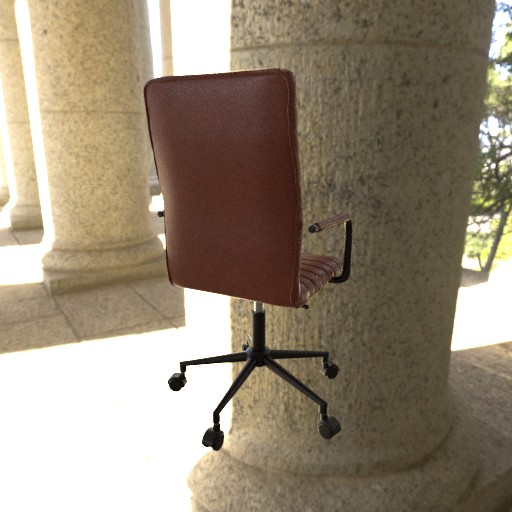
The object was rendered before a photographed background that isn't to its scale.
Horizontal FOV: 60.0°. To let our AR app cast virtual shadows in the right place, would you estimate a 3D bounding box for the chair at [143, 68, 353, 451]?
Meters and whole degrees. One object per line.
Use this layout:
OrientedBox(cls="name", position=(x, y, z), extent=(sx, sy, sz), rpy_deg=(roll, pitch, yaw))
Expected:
OrientedBox(cls="chair", position=(0.000, 0.000, 1.331), extent=(0.608, 0.979, 0.580), rpy_deg=(8, 17, 27))
